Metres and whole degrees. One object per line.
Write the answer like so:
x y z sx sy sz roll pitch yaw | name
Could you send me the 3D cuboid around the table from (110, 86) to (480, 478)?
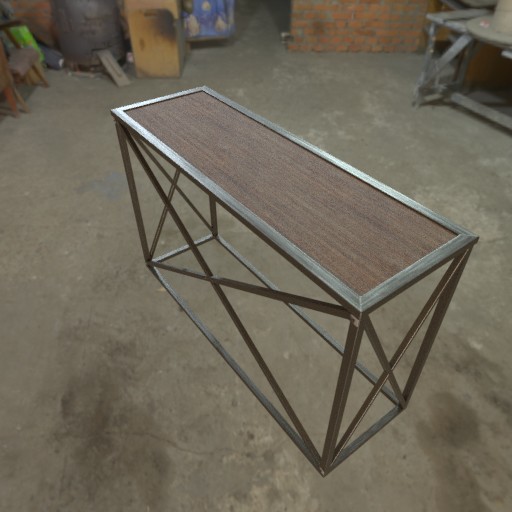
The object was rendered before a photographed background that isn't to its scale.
0.000 0.000 1.561 0.402 0.753 1.216 -26 47 -27 | table
